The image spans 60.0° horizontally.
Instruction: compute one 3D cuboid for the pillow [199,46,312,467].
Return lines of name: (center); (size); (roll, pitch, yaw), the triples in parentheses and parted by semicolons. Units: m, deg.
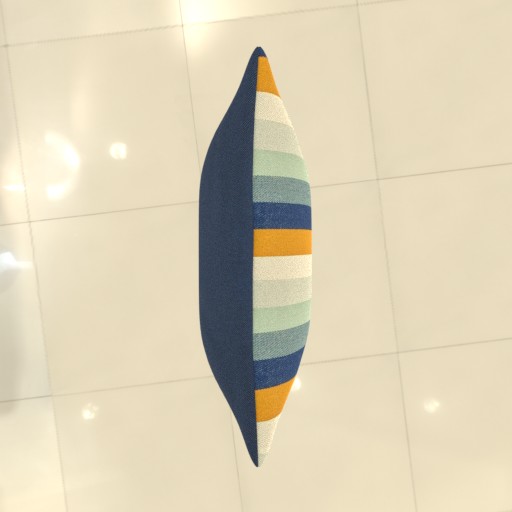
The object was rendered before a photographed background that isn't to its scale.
pillow: (0.000, 0.000, 0.710); (0.173, 0.454, 0.463); (0, 91, -1)
